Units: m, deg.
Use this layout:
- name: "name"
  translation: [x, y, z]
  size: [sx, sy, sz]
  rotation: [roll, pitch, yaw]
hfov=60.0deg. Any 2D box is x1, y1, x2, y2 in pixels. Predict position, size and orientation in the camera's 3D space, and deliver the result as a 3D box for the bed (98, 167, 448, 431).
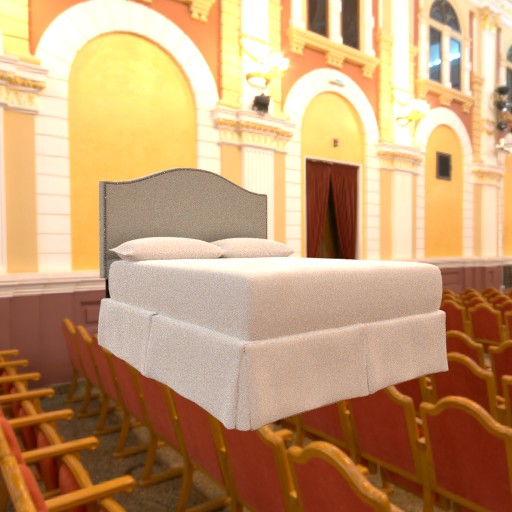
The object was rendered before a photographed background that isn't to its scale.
- name: "bed"
  translation: [0.000, 0.000, 3.369]
  size: [1.813, 1.607, 2.180]
  rotation: [-1, 2, -36]
